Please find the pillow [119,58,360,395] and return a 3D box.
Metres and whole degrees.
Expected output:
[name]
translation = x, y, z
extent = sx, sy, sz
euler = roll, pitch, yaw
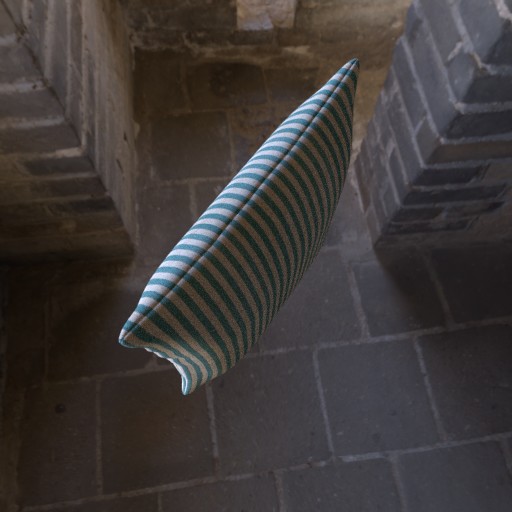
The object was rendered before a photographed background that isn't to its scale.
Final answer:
[pillow]
translation = 0.000, 0.000, 0.797
extent = 0.166, 0.510, 0.523
euler = 33, 70, 14
